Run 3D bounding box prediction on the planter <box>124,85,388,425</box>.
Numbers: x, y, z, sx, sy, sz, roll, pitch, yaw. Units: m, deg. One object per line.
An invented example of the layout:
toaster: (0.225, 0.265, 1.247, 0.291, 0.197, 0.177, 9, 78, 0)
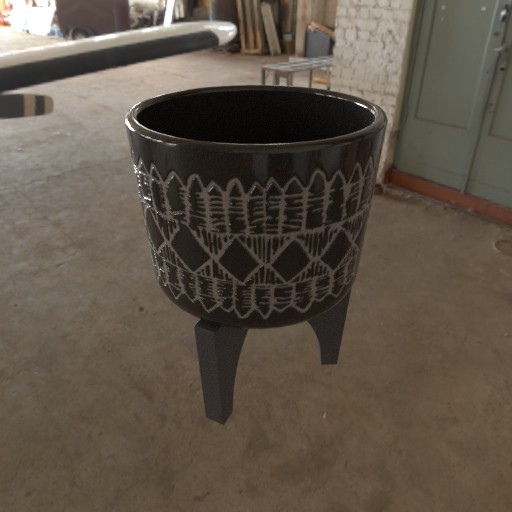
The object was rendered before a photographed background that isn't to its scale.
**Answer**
planter: (0.000, 0.000, 0.407, 0.196, 0.264, 0.196, -2, 31, -3)
